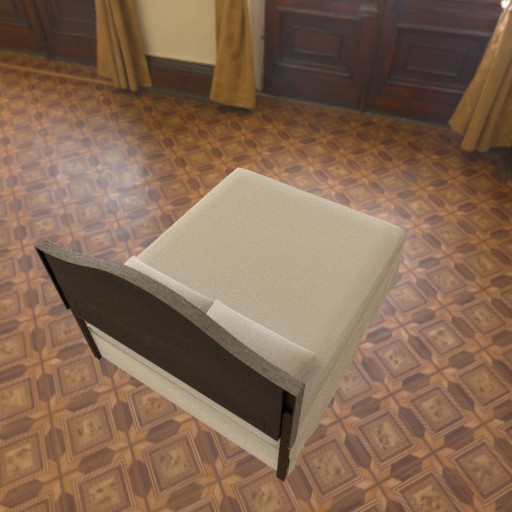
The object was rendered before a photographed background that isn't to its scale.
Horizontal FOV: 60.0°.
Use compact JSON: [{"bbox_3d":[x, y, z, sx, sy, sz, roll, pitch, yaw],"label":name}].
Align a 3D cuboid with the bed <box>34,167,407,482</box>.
[{"bbox_3d":[0.000,0.000,2.907,1.610,1.295,1.870,25,51,22],"label":"bed"}]
